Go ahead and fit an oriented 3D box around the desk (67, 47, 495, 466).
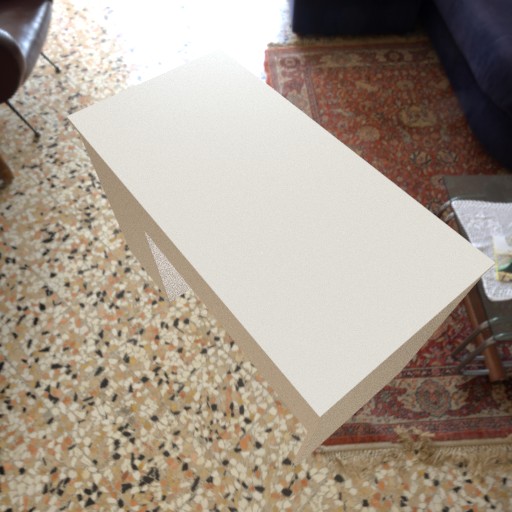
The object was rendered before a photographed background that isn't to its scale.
[{"bbox_3d":[0.000,0.000,1.482,0.560,0.735,1.097,-34,63,-20],"label":"desk"}]
